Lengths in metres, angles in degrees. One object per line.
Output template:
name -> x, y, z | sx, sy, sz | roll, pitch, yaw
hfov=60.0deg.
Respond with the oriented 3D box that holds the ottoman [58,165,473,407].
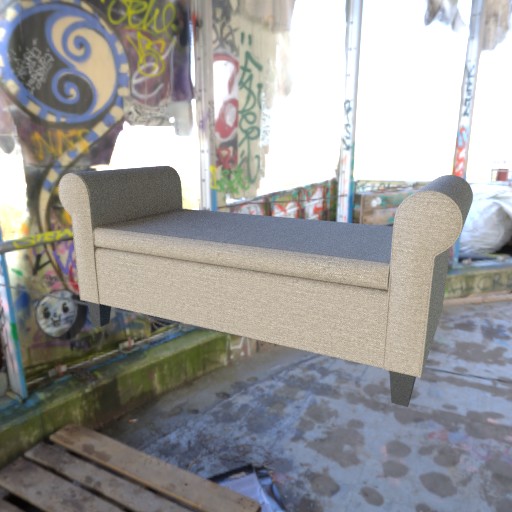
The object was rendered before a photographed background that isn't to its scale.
ottoman -> 0.000, 0.000, 1.491 | 1.256, 0.547, 0.521 | 8, 17, 27
